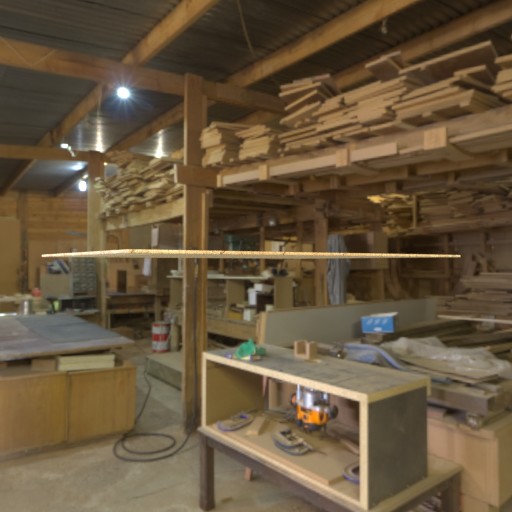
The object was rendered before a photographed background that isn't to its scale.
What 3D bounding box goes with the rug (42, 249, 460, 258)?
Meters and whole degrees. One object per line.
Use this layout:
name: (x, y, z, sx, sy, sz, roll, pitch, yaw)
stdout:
rug: (0.000, 0.000, 2.911, 2.292, 0.014, 1.528, 1, -1, -36)
